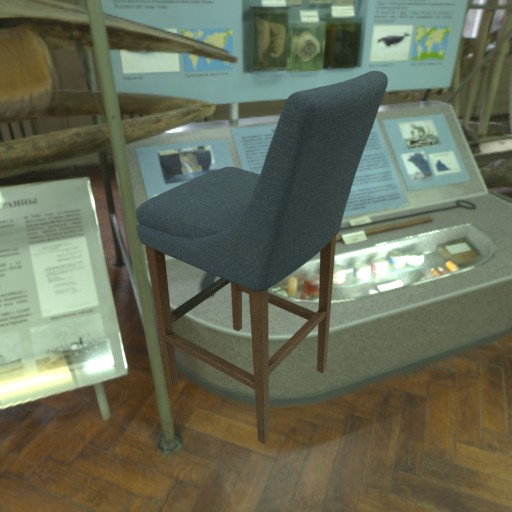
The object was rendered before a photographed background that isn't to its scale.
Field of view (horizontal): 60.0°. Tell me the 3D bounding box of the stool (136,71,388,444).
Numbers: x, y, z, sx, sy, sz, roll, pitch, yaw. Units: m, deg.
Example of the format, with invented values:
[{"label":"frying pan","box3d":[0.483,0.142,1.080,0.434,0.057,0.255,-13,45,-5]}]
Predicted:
[{"label":"stool","box3d":[0.000,0.000,1.387,0.577,1.078,0.470,20,36,31]}]
